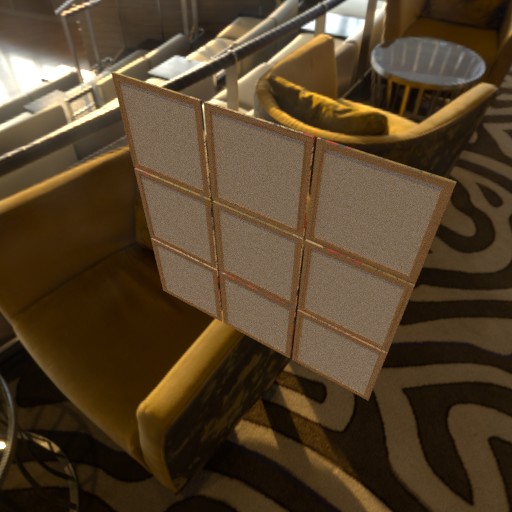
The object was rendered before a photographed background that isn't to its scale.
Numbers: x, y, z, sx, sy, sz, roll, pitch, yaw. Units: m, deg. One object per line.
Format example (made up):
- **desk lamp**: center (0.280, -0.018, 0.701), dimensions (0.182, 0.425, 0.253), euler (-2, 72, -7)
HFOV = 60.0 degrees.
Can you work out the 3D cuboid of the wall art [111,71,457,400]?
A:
- **wall art**: center (0.000, 0.000, 2.256), dimensions (1.519, 1.534, 0.013), euler (25, 51, 22)
